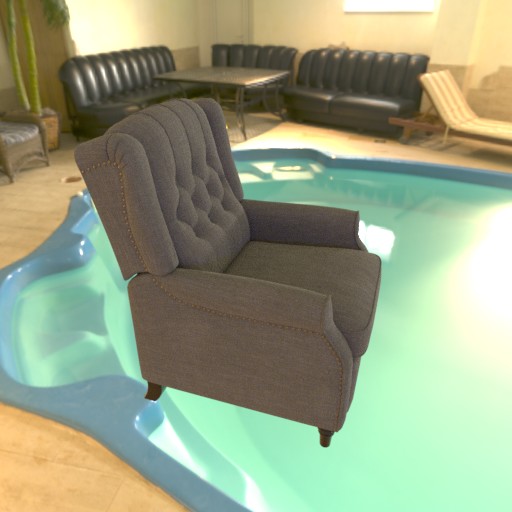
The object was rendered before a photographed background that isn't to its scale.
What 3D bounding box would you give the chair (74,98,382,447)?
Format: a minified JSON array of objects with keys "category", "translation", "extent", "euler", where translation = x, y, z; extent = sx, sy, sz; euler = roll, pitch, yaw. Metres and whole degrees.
[{"category":"chair","translation":[0.000,0.000,1.627],"extent":[0.898,1.035,0.742],"euler":[9,31,16]}]
